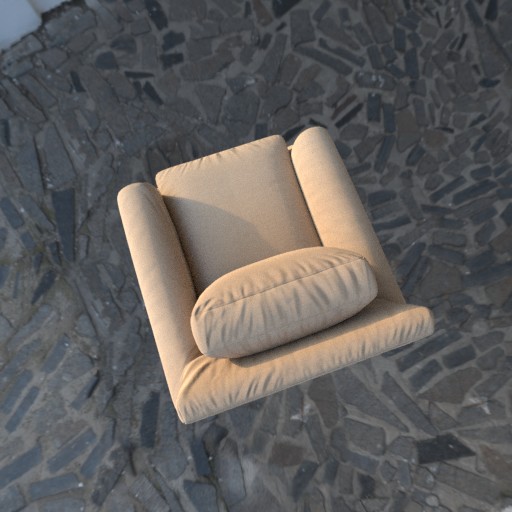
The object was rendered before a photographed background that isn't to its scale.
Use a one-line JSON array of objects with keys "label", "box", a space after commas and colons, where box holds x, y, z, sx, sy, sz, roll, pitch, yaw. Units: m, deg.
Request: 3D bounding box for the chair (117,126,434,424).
[{"label": "chair", "box": [0.000, 0.000, 1.814, 0.940, 0.866, 1.066, -19, 76, -5]}]
